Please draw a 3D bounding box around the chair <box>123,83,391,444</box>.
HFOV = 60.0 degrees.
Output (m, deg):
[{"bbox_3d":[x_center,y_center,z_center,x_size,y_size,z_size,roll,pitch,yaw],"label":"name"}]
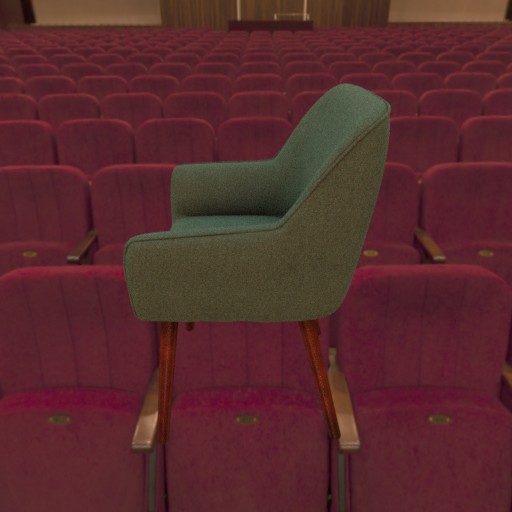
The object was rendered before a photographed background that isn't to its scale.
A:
[{"bbox_3d":[0.000,0.000,1.141,0.519,0.803,0.543,0,27,1],"label":"chair"}]
